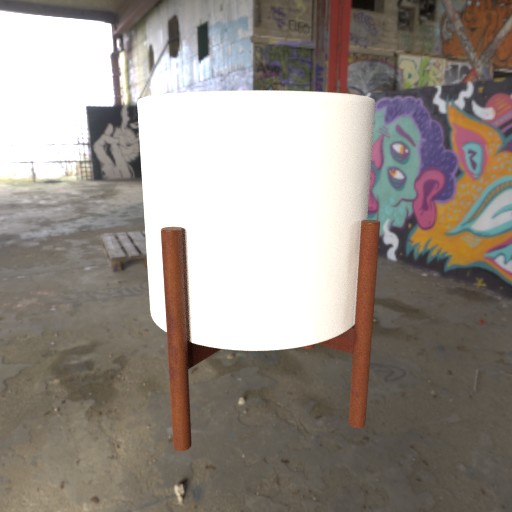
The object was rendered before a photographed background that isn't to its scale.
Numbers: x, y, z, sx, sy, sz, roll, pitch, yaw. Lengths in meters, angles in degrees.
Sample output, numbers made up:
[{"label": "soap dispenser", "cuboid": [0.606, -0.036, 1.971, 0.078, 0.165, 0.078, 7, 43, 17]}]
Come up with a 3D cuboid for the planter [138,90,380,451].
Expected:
[{"label": "planter", "cuboid": [0.000, 0.000, 0.881, 0.421, 0.581, 0.420, -2, 15, -7]}]
